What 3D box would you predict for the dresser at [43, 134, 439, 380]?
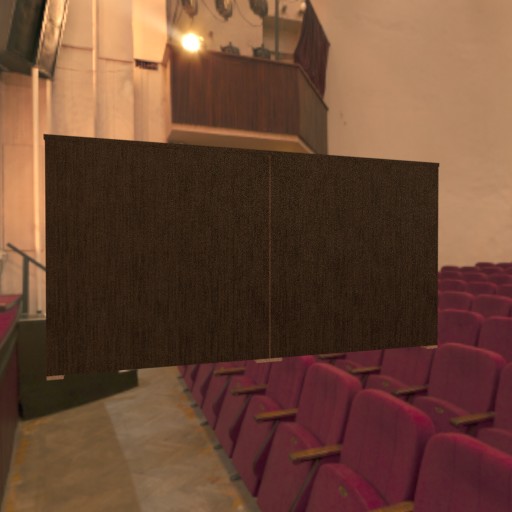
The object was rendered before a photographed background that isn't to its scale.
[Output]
[{"bbox_3d":[0.000,0.000,1.815,1.535,0.790,0.333,0,1,-18],"label":"dresser"}]
